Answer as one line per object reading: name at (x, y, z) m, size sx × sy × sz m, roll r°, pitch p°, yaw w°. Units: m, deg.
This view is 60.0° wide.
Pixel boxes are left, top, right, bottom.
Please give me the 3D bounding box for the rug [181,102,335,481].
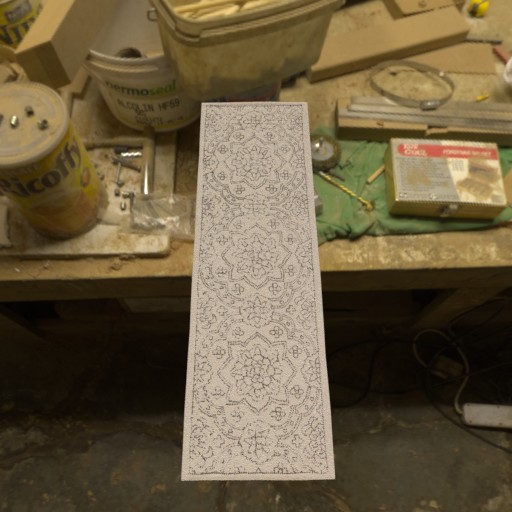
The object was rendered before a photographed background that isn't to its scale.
rug at (0.000, 0.000, 2.703) m, size 0.769 × 0.012 × 2.448 m, roll 0°, pitch 66°, yaw 0°
